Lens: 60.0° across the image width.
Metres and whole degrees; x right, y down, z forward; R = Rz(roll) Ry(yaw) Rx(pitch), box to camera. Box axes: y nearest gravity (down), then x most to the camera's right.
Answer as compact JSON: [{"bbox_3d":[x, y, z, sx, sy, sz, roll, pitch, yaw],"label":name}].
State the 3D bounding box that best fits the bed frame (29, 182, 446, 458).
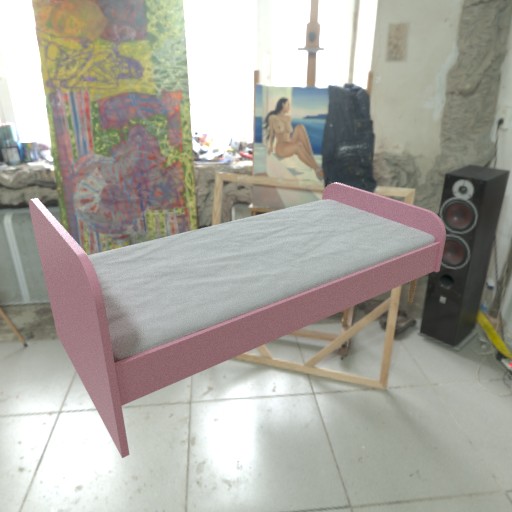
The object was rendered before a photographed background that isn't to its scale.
[{"bbox_3d":[0.000,0.000,2.410,1.963,0.805,0.998,-17,29,-32],"label":"bed frame"}]
